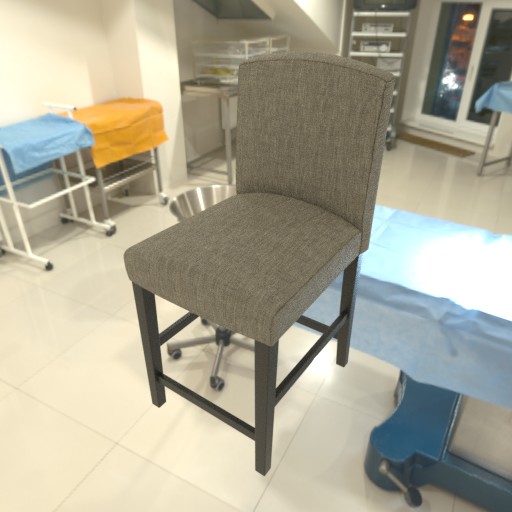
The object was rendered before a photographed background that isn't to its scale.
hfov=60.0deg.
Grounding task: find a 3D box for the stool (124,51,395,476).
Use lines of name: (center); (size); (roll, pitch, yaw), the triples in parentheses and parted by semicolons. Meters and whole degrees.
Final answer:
stool: (0.000, 0.000, 1.199); (0.451, 0.966, 0.552); (20, 36, 30)
